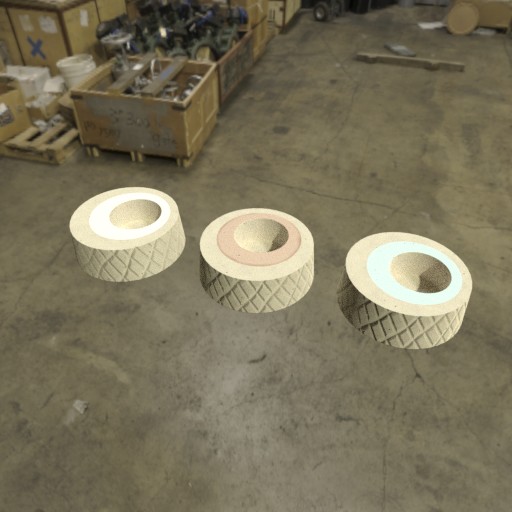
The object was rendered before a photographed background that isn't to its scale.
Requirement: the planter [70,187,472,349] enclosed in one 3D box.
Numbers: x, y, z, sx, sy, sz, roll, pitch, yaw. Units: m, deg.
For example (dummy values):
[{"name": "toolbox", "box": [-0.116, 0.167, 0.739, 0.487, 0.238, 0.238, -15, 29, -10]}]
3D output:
[{"name": "planter", "box": [0.000, 0.000, 0.430, 0.390, 0.038, 0.114, 11, 43, 13]}]
